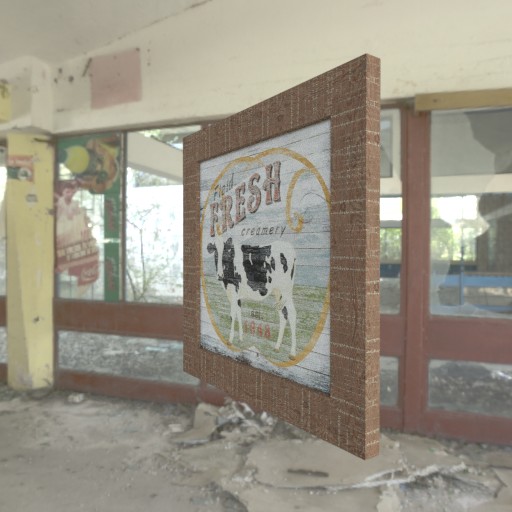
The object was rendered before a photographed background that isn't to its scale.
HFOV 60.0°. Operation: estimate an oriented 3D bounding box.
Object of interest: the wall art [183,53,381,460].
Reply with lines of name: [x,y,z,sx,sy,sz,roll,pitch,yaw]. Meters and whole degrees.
wall art: [0.000,0.000,0.801,0.029,0.531,0.531,0,1,-36]
